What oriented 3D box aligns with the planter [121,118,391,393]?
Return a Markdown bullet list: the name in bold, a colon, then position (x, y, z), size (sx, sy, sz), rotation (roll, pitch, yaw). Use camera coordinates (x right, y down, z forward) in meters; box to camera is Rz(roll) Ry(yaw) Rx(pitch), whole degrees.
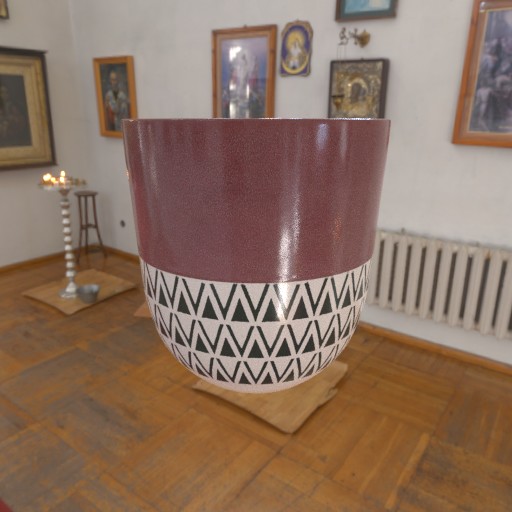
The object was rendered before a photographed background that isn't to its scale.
- **planter**: position (0.000, 0.000, 0.363), size (0.195, 0.214, 0.195), rotation (0, 17, 0)
